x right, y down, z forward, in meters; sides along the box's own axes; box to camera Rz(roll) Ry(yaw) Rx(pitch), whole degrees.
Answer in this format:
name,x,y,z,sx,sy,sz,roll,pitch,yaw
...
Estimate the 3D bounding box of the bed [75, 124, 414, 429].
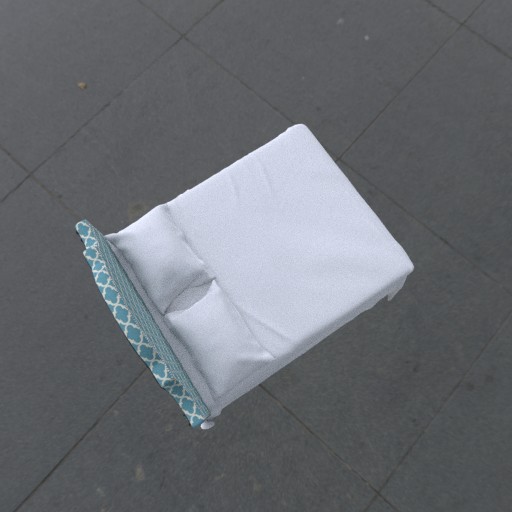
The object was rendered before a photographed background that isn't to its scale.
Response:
name,x,y,z,sx,sy,sz,roll,pitch,yaw
bed,0.000,0.000,3.428,2.222,1.633,1.780,-33,78,-8
